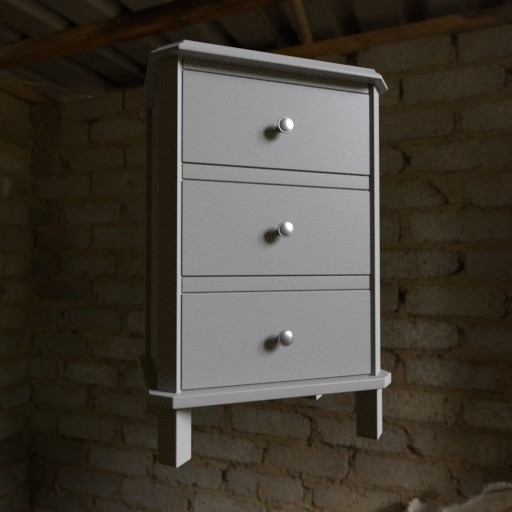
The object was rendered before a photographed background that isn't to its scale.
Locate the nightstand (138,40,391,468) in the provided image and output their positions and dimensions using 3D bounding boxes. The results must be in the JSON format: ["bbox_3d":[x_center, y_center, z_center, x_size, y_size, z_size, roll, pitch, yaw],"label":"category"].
[{"bbox_3d":[0.000,0.000,0.910,0.450,0.680,0.350,0,-1,-18],"label":"nightstand"}]
